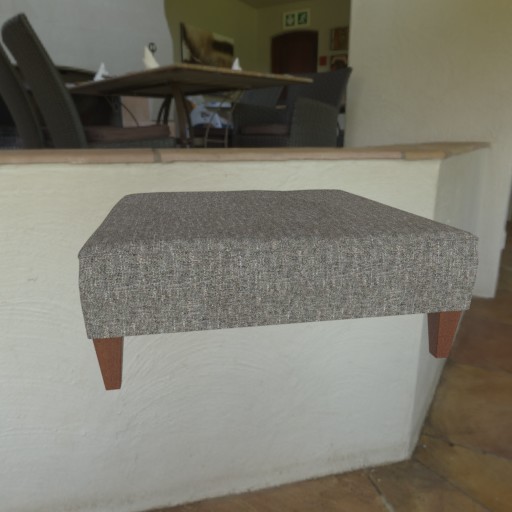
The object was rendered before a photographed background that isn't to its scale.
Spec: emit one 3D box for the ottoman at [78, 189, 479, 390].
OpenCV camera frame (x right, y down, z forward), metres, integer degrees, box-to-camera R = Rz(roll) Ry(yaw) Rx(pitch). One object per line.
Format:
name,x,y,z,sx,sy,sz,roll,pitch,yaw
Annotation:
ottoman,0.000,0.000,1.534,0.981,0.379,1.016,-3,15,-10
